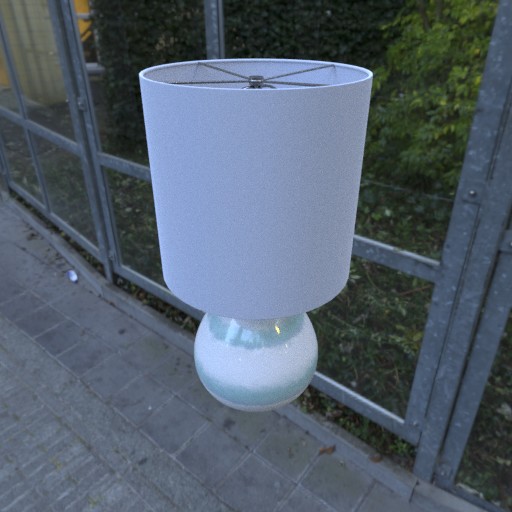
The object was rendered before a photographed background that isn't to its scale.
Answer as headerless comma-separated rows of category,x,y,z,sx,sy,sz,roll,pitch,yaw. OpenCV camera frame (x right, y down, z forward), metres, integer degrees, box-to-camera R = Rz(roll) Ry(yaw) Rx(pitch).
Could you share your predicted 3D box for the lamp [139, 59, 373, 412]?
lamp,0.000,0.000,0.520,0.217,0.404,0.217,-21,35,-32
